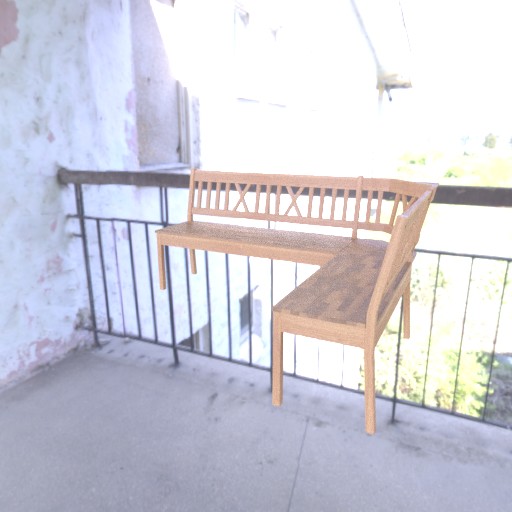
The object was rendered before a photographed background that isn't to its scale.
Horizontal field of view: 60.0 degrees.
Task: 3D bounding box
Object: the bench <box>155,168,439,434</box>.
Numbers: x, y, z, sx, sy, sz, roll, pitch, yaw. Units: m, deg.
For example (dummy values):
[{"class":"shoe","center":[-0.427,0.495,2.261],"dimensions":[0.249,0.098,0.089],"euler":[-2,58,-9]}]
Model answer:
[{"class":"bench","center":[0.000,0.000,2.738],"dimensions":[1.937,0.902,1.537],"euler":[8,17,25]}]
